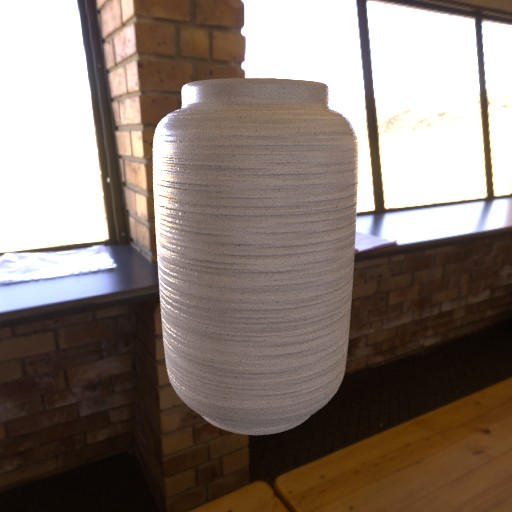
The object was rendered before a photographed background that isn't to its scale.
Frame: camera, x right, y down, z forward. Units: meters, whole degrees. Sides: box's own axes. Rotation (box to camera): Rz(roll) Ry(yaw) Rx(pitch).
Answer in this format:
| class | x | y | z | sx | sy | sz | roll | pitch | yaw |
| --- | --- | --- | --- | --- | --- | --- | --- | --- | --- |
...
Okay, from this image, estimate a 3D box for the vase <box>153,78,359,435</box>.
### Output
| class | x | y | z | sx | sy | sz | roll | pitch | yaw |
| --- | --- | --- | --- | --- | --- | --- | --- | --- | --- |
| vase | 0.000 | 0.000 | 0.466 | 0.202 | 0.335 | 0.202 | 0 | 16 | 0 |
